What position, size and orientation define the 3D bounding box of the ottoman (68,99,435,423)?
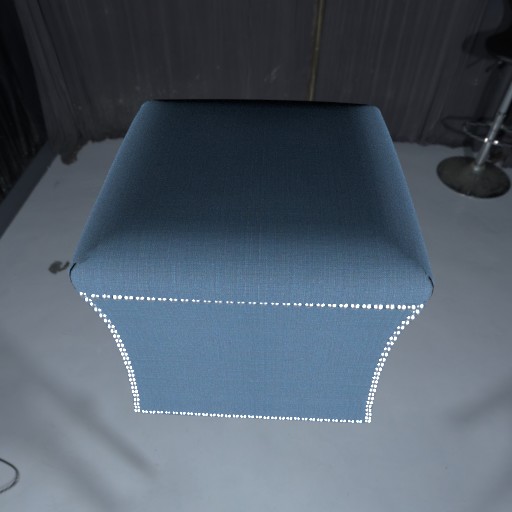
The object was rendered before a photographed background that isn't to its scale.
[{"bbox_3d":[0.000,0.000,0.885,0.507,0.475,0.497,2,46,2],"label":"ottoman"}]
